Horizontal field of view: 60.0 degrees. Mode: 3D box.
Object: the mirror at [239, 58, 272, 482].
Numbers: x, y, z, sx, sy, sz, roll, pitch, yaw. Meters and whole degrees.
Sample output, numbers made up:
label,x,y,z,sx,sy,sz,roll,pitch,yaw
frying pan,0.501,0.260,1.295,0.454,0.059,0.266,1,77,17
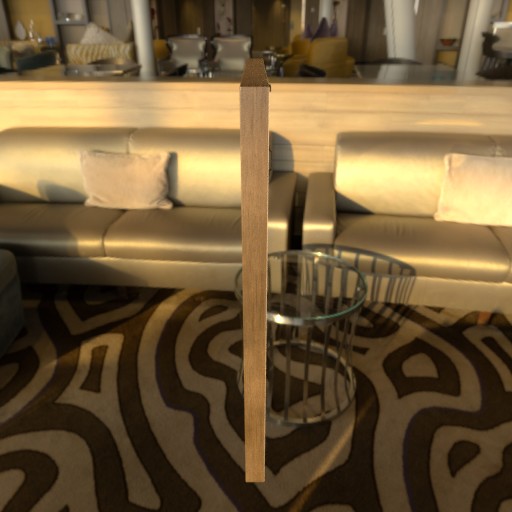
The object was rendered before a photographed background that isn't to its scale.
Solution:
label,x,y,z,sx,sy,sz,roll,pitch,yaw
mirror,0.000,0.000,0.908,0.040,0.710,0.507,0,27,0
